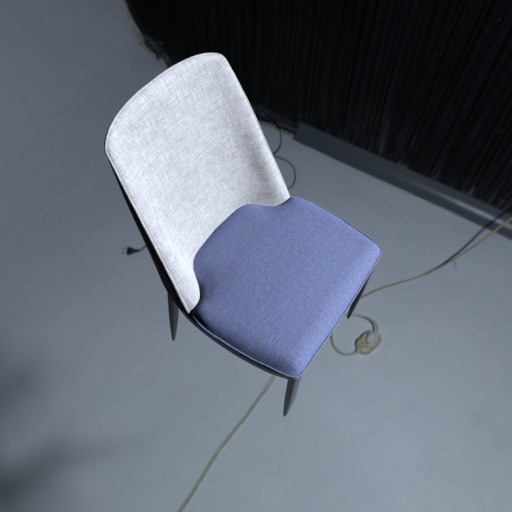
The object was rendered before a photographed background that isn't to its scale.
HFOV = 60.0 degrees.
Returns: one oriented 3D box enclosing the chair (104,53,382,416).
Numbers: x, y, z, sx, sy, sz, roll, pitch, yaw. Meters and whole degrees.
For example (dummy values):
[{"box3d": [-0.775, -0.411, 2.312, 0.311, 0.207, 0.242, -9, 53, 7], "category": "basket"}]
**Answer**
[{"box3d": [0.000, 0.000, 1.176, 0.550, 0.855, 0.488, 31, 63, 18], "category": "chair"}]
